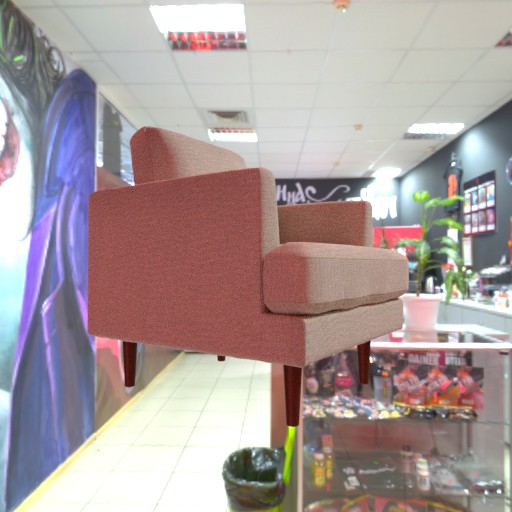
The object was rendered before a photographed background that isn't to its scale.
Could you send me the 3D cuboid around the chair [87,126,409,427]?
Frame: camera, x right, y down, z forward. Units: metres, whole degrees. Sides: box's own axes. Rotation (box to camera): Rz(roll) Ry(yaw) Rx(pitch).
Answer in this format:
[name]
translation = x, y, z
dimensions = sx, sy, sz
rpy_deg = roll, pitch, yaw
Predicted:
[chair]
translation = 0.000, 0.000, 1.643
dimensions = 0.899, 0.957, 0.858
rpy_deg = -1, -1, 35
